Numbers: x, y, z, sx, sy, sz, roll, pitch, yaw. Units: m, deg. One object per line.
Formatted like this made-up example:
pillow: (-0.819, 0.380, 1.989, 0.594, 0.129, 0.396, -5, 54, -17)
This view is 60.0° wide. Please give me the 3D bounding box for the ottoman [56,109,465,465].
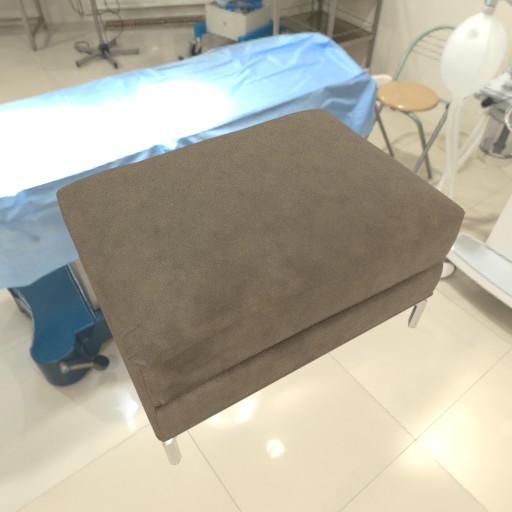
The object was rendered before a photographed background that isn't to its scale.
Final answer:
ottoman: (0.000, 0.000, 1.040, 0.719, 0.456, 0.520, -23, 51, -20)
